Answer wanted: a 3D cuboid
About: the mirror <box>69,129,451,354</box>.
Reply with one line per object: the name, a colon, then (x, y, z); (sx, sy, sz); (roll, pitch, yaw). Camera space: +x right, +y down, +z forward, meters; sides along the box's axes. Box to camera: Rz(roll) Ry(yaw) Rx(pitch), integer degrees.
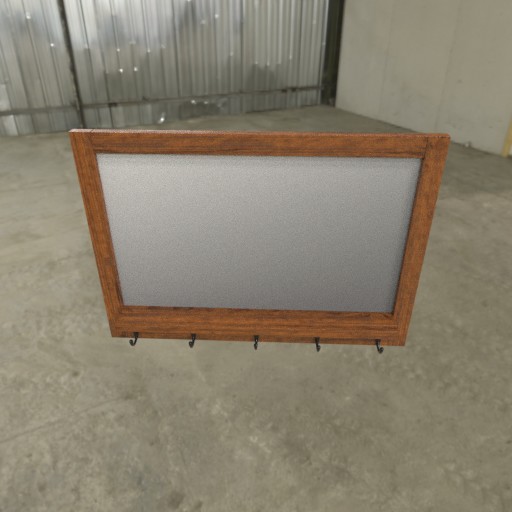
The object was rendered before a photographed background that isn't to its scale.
mirror: (0.000, 0.000, 0.996); (0.758, 0.537, 0.084); (1, 30, 2)
